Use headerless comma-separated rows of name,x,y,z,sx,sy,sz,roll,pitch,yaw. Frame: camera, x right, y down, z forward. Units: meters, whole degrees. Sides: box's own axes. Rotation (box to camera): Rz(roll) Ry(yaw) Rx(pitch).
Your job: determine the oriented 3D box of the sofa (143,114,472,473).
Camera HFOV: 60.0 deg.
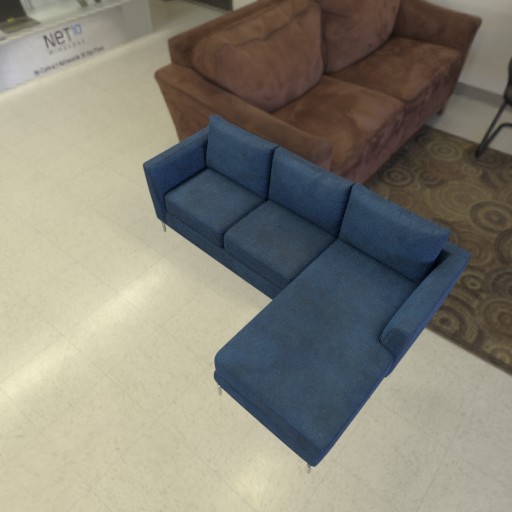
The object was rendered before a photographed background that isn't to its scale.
sofa,0.000,0.000,3.271,2.438,0.987,1.622,33,56,26
